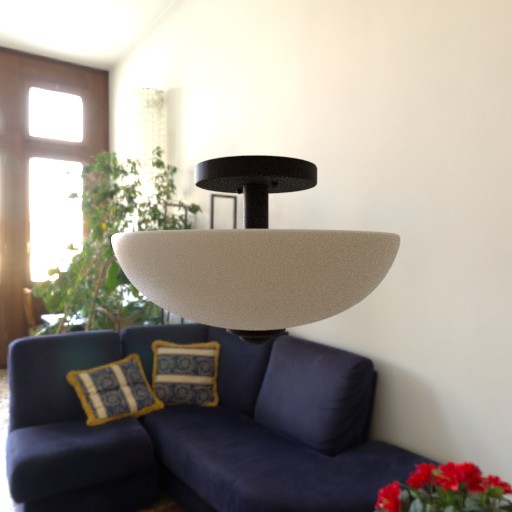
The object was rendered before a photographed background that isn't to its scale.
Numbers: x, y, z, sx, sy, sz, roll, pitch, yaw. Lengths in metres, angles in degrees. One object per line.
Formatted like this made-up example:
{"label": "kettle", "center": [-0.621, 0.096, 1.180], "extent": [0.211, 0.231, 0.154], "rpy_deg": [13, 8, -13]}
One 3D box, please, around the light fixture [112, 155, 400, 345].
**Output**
{"label": "light fixture", "center": [0.000, 0.000, 0.534], "extent": [0.331, 0.212, 0.331], "rpy_deg": [0, 1, 0]}
